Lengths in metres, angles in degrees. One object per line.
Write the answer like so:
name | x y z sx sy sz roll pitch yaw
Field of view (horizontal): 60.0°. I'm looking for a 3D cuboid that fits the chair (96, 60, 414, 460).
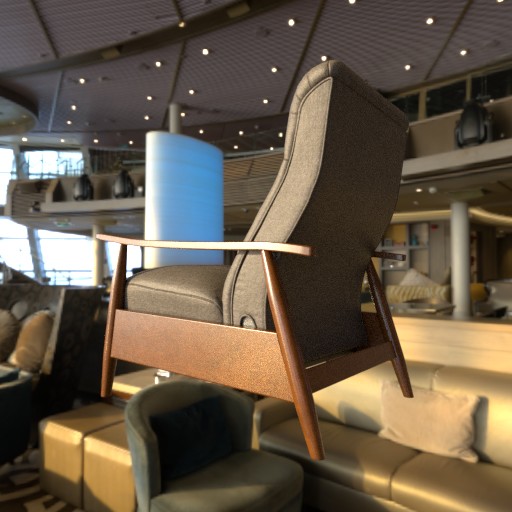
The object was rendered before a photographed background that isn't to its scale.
chair | 0.000 0.000 1.729 1.014 1.081 0.762 -2 -2 37
